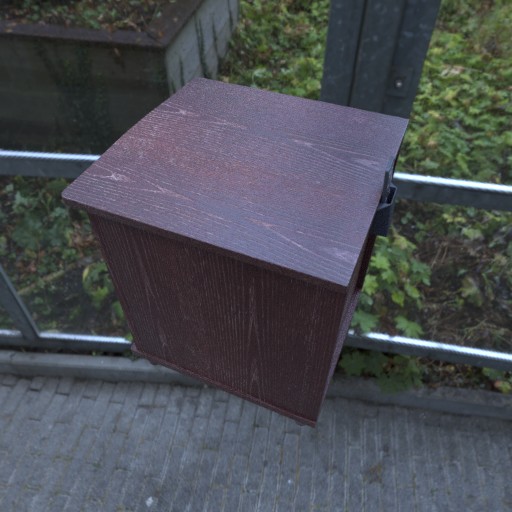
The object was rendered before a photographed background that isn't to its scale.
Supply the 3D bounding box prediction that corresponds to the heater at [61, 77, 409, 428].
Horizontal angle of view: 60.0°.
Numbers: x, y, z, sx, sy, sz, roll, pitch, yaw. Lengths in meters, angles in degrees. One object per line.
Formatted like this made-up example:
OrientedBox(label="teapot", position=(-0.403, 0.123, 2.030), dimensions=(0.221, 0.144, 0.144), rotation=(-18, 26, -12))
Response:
OrientedBox(label="heater", position=(0.000, 0.000, 0.765), dimensions=(0.400, 0.481, 0.362), rotation=(17, 49, 16))
